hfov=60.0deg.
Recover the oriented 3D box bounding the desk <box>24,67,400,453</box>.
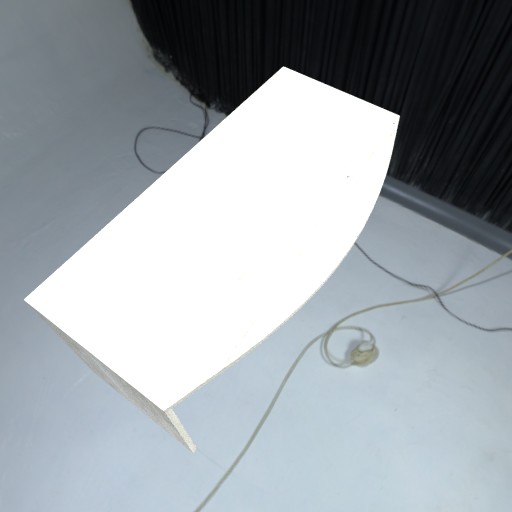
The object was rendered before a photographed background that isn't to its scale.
[{"bbox_3d":[0.000,0.000,2.053,0.802,0.752,1.600,31,62,18],"label":"desk"}]
